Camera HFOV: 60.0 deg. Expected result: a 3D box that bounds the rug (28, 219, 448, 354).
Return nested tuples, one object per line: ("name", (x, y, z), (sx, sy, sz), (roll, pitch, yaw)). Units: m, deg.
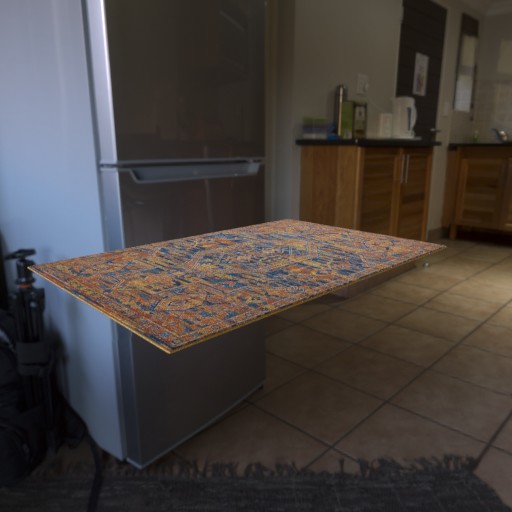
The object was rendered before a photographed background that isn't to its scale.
("rug", (0.000, 0.000, 2.186), (1.758, 0.013, 1.148), (-14, 20, -42))
